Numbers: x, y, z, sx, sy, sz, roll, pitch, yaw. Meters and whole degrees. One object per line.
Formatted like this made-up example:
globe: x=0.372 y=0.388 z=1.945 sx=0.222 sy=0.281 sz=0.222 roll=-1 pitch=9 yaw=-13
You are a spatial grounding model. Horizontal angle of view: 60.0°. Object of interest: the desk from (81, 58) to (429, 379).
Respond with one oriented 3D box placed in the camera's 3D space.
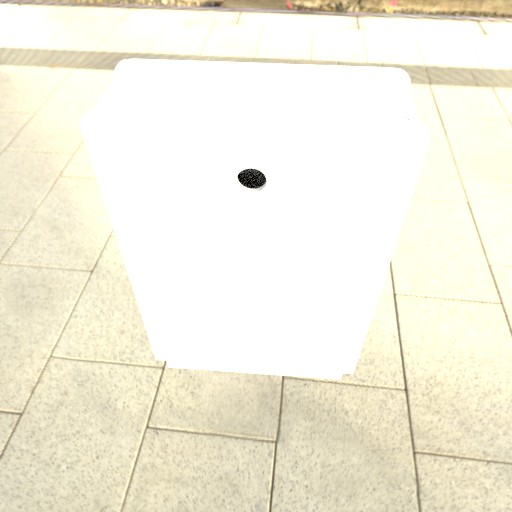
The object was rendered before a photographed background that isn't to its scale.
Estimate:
desk: x=0.000 y=0.000 z=1.503 sx=0.795 sy=1.190 sz=0.278 roll=3 pitch=47 yaw=3
